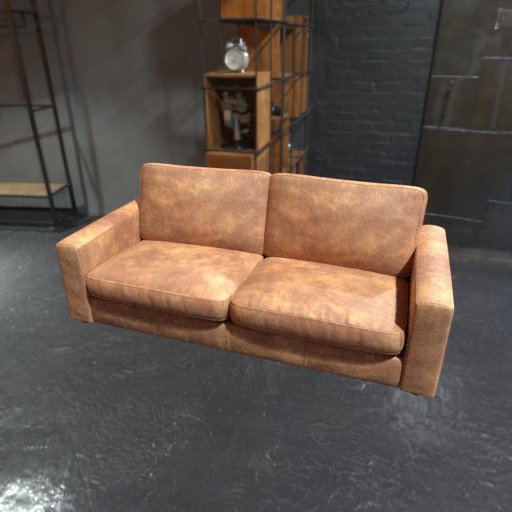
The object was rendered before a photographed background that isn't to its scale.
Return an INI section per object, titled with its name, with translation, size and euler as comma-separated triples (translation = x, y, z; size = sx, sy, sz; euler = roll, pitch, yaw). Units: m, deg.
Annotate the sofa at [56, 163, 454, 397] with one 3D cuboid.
[sofa]
translation = 0.000, 0.000, 2.722
size = 2.179, 0.873, 1.016
euler = 8, 27, 17
